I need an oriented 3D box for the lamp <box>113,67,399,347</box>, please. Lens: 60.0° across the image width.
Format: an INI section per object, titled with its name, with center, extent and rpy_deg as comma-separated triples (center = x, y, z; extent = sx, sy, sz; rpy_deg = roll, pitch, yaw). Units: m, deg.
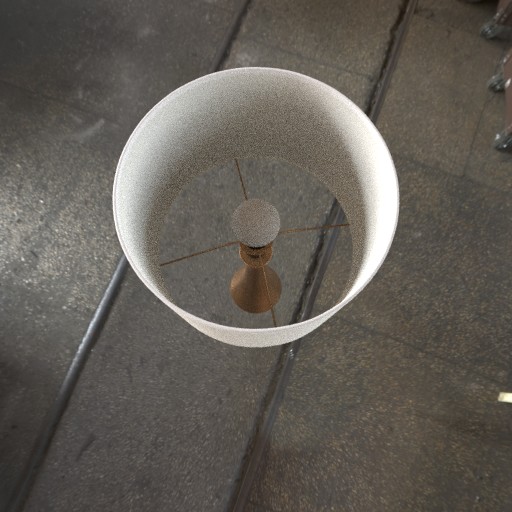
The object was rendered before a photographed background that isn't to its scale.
[lamp]
center = 0.000, 0.000, 0.645
extent = 0.268, 0.479, 0.268
rpy_deg = -12, 75, -3
